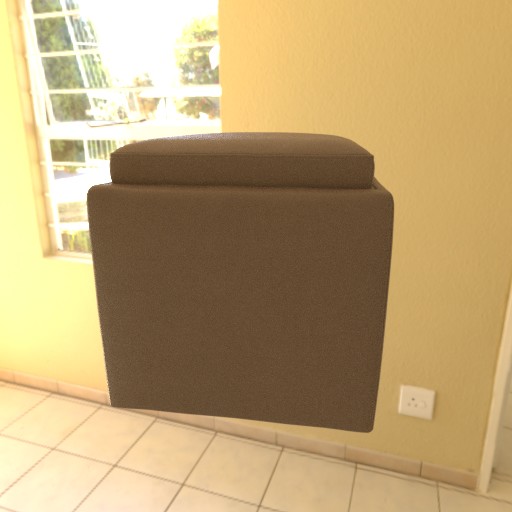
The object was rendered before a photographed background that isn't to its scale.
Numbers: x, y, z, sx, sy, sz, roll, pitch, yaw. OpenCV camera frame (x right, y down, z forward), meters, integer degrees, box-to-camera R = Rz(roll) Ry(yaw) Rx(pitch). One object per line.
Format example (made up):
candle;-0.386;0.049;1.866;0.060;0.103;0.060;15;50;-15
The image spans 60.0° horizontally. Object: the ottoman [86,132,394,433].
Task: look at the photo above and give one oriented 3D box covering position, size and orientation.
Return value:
ottoman;0.000;0.000;0.857;0.451;0.460;0.450;3;17;9
